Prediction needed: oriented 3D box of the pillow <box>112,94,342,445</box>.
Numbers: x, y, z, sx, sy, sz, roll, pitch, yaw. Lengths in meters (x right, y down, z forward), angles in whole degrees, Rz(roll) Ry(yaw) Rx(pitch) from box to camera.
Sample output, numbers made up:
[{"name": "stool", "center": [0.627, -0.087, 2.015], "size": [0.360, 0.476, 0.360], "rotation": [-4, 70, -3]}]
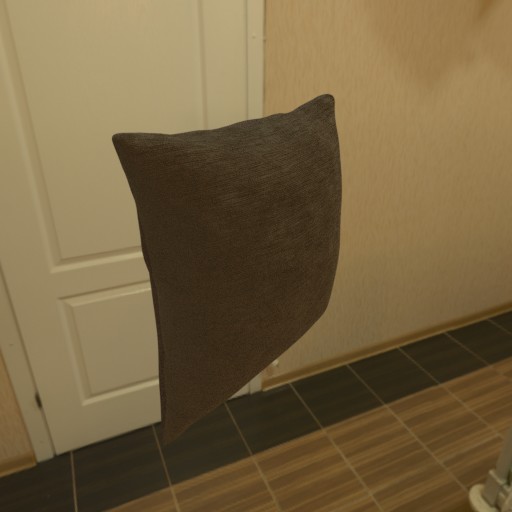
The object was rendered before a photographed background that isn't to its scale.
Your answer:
[{"name": "pillow", "center": [0.000, 0.000, 0.685], "size": [0.204, 0.439, 0.452], "rotation": [19, 32, 32]}]
